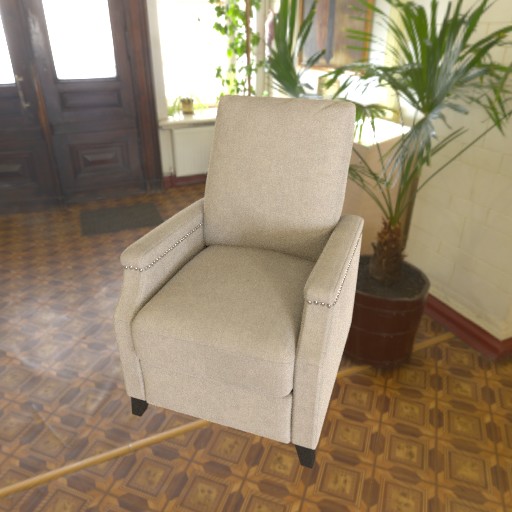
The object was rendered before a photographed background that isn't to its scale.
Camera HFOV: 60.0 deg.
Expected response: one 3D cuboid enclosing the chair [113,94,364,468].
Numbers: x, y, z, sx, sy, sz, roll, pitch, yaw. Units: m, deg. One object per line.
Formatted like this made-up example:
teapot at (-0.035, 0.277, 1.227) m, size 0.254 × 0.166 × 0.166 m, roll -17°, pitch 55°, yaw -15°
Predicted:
chair at (0.000, 0.000, 1.659) m, size 0.710 × 1.049 × 0.922 m, roll 9°, pitch 29°, yaw 17°
